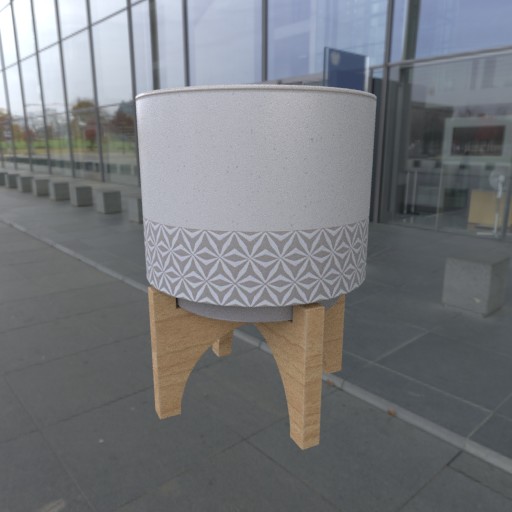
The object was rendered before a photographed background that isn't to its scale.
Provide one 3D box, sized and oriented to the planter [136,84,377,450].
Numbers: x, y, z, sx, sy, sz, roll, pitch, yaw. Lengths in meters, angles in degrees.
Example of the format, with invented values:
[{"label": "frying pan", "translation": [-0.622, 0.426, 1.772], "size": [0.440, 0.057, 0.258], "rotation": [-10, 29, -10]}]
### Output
[{"label": "planter", "translation": [0.000, 0.000, 0.389], "size": [0.188, 0.260, 0.188], "rotation": [0, 14, 0]}]
